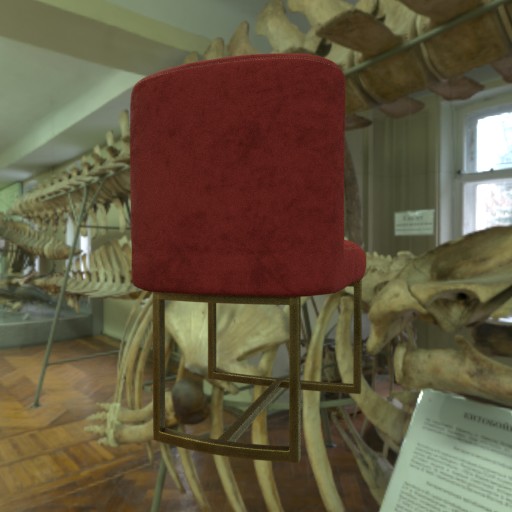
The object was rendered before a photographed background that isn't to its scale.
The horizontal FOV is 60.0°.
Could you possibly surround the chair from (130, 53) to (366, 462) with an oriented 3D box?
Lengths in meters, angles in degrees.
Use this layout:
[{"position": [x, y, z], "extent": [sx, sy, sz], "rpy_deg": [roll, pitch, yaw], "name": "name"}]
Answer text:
[{"position": [0.000, 0.000, 1.161], "extent": [0.530, 0.824, 0.560], "rpy_deg": [0, 1, 19], "name": "chair"}]
